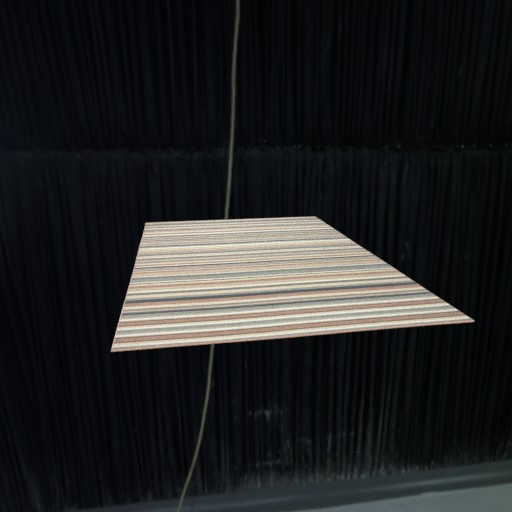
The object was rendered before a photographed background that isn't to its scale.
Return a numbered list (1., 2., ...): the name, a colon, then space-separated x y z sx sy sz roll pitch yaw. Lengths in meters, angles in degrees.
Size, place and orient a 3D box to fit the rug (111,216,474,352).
1. rug: 0.000 0.000 2.301 1.219 0.008 1.829 -3 17 -10
